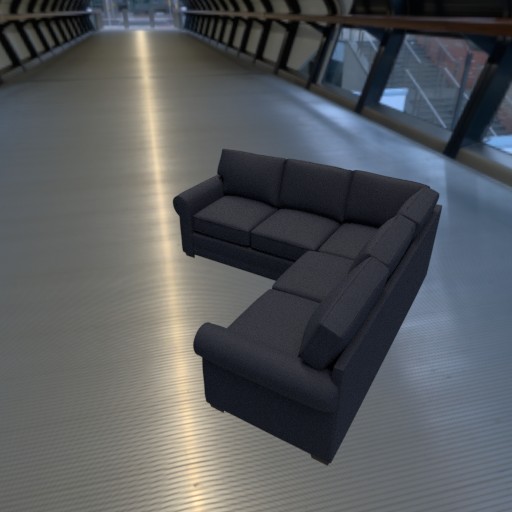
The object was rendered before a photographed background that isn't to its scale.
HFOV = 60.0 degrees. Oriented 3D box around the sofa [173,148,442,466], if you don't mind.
[{"bbox_3d":[0.000,0.000,3.832,2.487,1.042,2.562,17,34,27],"label":"sofa"}]
